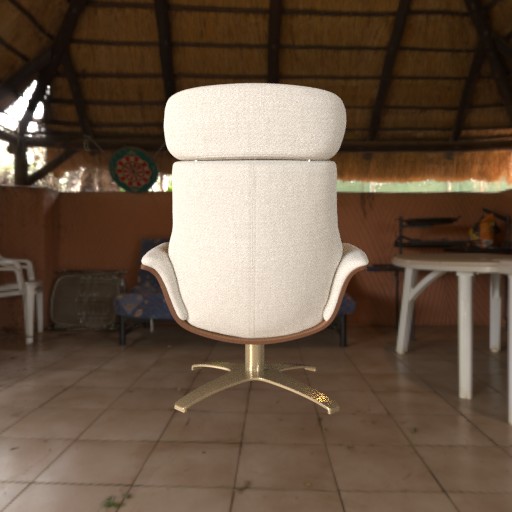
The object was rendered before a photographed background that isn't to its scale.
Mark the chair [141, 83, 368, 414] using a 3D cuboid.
[{"bbox_3d":[0.000,0.000,1.637,0.785,0.995,0.837,0,1,1],"label":"chair"}]
